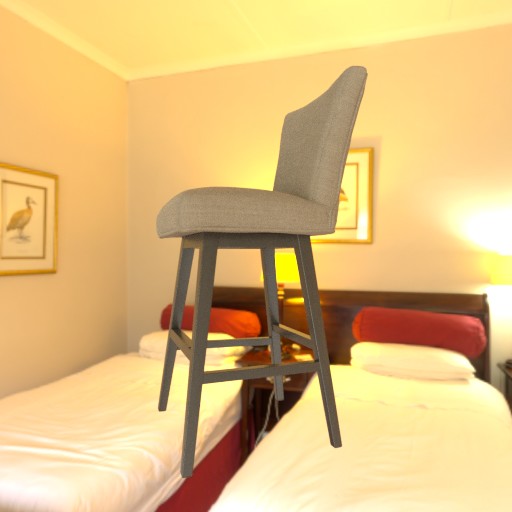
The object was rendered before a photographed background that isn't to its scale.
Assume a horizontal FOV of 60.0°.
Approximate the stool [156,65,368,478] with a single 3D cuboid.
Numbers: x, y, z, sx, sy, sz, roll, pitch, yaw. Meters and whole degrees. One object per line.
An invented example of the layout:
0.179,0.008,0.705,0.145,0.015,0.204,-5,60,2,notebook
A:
0.000,0.000,1.411,0.574,1.086,0.514,0,0,-19,stool
